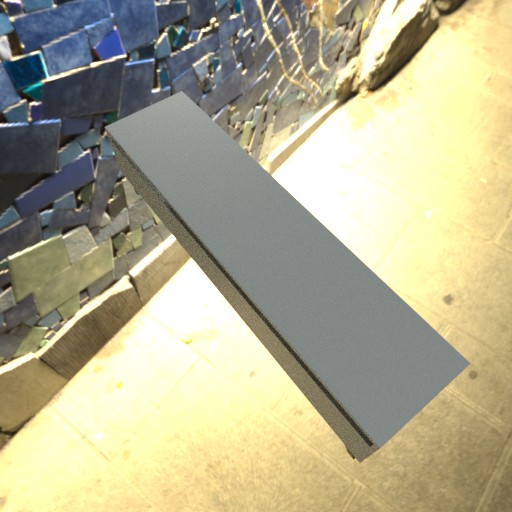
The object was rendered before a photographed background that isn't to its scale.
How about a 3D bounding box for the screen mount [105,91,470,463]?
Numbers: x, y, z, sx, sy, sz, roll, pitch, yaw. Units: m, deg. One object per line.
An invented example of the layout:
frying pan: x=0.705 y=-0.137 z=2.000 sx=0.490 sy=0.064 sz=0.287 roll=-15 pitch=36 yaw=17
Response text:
screen mount: x=0.000 y=0.000 z=1.829 sx=0.399 sy=0.432 sz=1.644 roll=-33 pitch=63 yaw=-19
